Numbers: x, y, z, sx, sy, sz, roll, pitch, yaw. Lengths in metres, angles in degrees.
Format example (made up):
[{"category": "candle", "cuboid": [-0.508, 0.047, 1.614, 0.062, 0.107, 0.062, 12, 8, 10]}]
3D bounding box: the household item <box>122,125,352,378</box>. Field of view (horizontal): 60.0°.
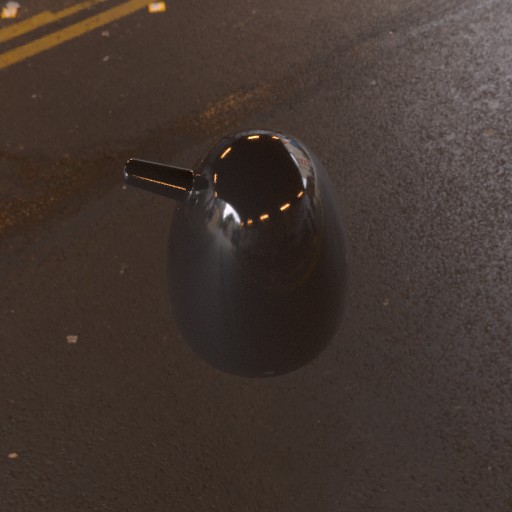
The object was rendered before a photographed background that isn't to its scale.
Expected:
[{"category": "household item", "cuboid": [0.000, 0.000, 0.225, 0.104, 0.152, 0.102, 0, 59, 0]}]
